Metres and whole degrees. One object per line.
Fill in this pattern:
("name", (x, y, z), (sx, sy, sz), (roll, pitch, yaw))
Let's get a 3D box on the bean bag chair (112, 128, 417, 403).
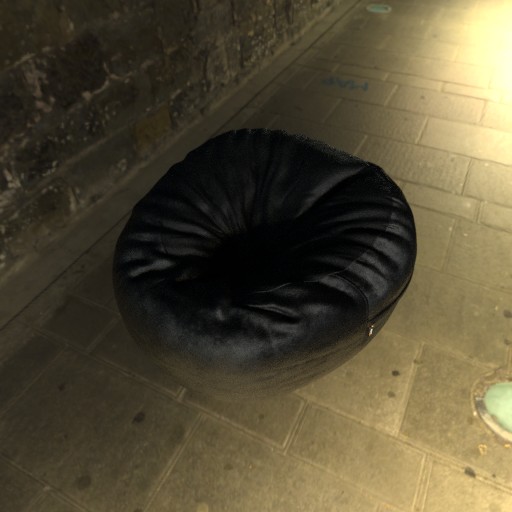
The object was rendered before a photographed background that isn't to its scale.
("bean bag chair", (0.000, 0.000, 2.446), (1.524, 0.878, 1.524), (32, 53, 28))
